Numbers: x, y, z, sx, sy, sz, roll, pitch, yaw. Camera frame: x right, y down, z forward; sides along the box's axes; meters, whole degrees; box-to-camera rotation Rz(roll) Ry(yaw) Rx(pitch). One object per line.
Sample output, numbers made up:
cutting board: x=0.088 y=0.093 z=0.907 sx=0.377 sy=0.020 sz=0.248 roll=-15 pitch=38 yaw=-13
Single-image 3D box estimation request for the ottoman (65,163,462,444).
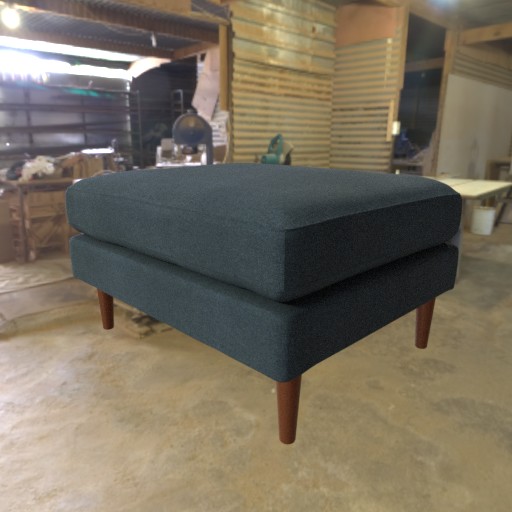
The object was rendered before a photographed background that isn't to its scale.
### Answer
ottoman: x=0.000 y=0.000 z=1.200 sx=0.693 sy=0.474 sz=0.821 roll=-14 pitch=21 yaw=-43
